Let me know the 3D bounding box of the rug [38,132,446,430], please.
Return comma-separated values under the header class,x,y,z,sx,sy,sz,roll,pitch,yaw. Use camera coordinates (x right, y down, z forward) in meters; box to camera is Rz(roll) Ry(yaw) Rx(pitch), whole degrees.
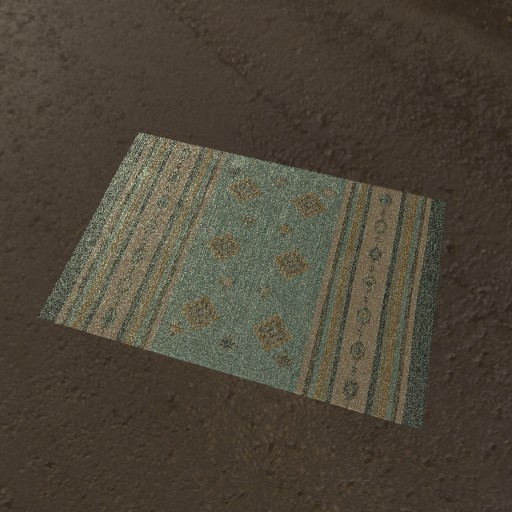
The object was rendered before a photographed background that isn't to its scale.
class,x,y,z,sx,sy,sz,roll,pitch,yaw
rug,0.000,0.000,2.266,1.811,0.010,1.212,14,63,7
